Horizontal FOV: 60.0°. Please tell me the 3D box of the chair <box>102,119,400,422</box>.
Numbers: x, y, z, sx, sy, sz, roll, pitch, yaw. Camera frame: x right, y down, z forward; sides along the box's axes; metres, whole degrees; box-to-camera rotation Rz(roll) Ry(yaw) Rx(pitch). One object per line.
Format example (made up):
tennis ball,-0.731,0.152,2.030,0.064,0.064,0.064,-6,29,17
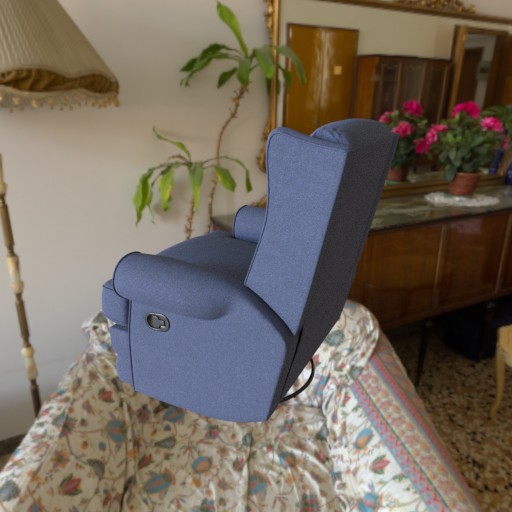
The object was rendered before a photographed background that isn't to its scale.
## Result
chair,0.000,0.000,1.715,0.877,1.020,0.971,9,20,25
